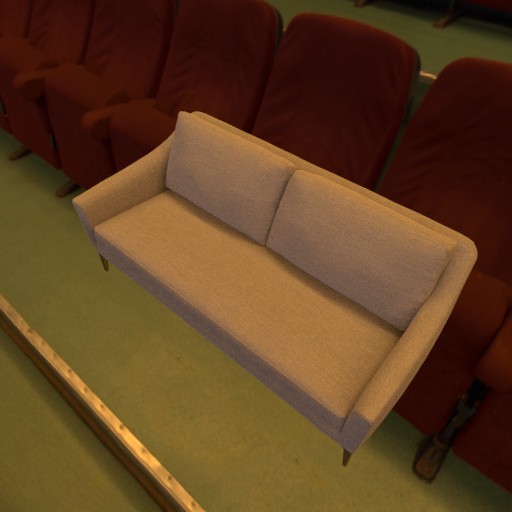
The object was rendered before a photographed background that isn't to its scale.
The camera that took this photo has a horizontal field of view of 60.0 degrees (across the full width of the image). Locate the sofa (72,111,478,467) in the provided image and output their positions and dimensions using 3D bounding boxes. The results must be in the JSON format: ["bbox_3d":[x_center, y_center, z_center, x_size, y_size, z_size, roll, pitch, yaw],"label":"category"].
[{"bbox_3d":[0.000,0.000,2.486,2.036,0.913,0.980,32,54,27],"label":"sofa"}]
